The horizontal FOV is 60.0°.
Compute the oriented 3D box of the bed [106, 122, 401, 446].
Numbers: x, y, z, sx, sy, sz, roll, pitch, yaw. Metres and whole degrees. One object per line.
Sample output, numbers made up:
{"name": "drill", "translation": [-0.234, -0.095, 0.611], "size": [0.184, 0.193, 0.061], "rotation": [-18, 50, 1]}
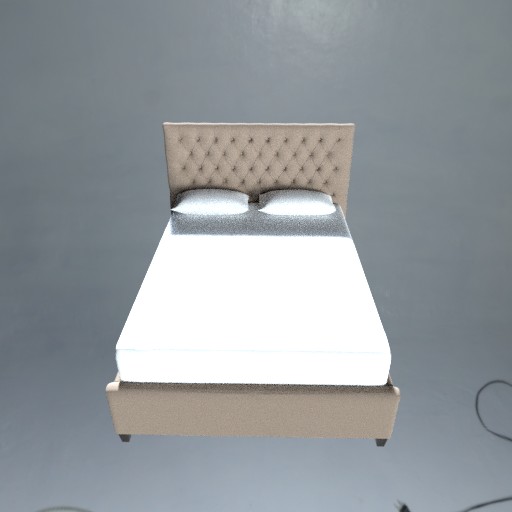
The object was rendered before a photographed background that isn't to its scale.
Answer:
{"name": "bed", "translation": [0.000, 0.000, 3.314], "size": [1.696, 1.426, 2.233], "rotation": [1, 31, 1]}
